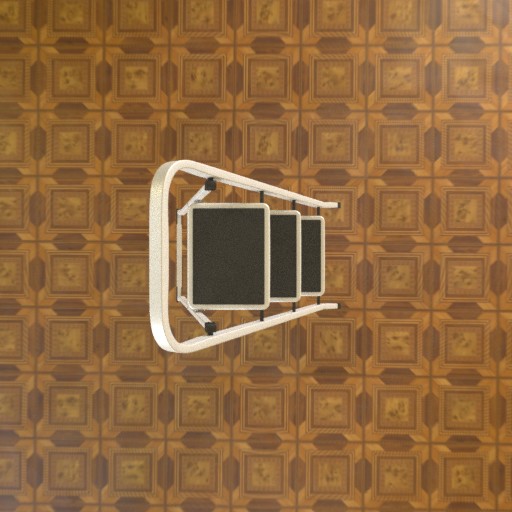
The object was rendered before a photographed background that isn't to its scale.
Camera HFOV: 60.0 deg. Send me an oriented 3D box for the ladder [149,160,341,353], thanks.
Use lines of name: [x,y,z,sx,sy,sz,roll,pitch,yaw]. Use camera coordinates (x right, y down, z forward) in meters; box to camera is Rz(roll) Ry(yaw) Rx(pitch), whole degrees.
ladder: [0.000,0.000,1.397,0.711,1.050,0.460,0,90,1]
